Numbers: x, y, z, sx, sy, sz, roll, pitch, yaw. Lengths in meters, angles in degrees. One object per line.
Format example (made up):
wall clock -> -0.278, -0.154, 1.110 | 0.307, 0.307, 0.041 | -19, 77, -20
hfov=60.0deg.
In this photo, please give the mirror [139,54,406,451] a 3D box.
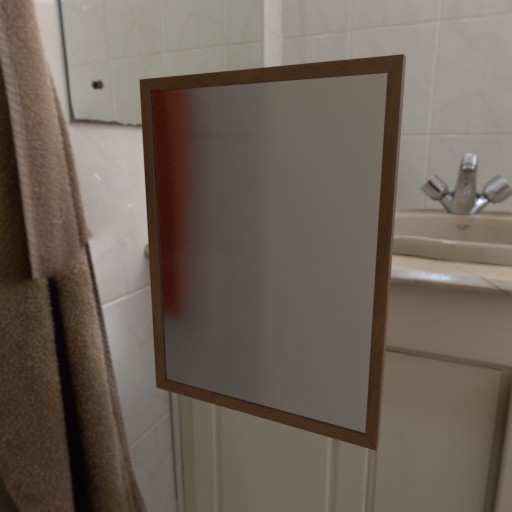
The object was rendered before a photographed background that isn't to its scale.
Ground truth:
mirror -> 0.000, 0.000, 1.291 | 0.762, 1.016, 0.040 | 6, 14, 26
